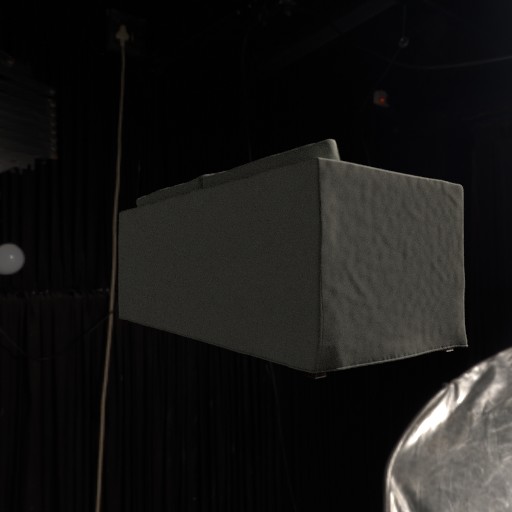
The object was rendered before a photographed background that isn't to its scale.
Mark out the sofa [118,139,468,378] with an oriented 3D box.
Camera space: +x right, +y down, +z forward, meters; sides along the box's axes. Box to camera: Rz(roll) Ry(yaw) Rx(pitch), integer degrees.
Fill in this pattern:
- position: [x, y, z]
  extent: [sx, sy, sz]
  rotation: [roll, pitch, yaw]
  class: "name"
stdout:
- position: [0.000, 0.000, 2.510]
  extent: [0.940, 0.870, 1.987]
  rotation: [1, -1, -36]
  class: "sofa"
